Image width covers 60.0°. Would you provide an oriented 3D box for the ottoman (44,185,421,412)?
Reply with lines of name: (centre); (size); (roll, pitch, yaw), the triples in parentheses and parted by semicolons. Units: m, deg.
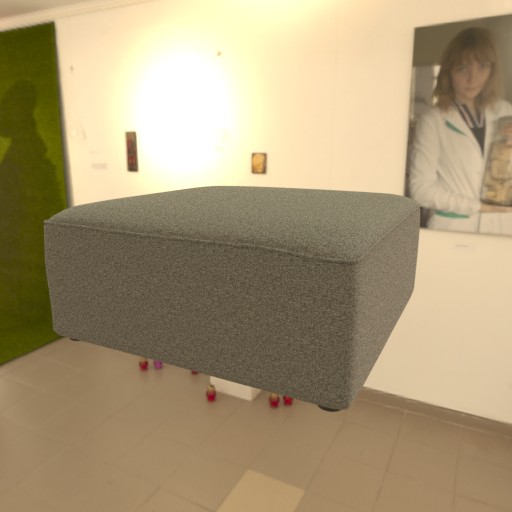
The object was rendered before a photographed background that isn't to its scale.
ottoman: (0.000, 0.000, 1.618); (1.005, 0.464, 1.015); (7, 16, 26)
